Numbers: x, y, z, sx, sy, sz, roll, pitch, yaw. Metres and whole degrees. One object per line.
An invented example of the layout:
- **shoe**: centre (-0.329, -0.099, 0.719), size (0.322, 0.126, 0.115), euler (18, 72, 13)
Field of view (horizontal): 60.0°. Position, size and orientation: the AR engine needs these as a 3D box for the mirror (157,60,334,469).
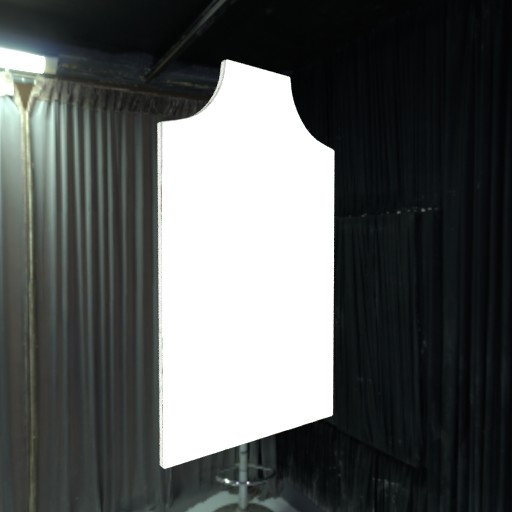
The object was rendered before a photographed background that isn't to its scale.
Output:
- **mirror**: centre (0.000, 0.000, 0.868), size (0.403, 0.717, 0.022), euler (-1, 2, -35)
